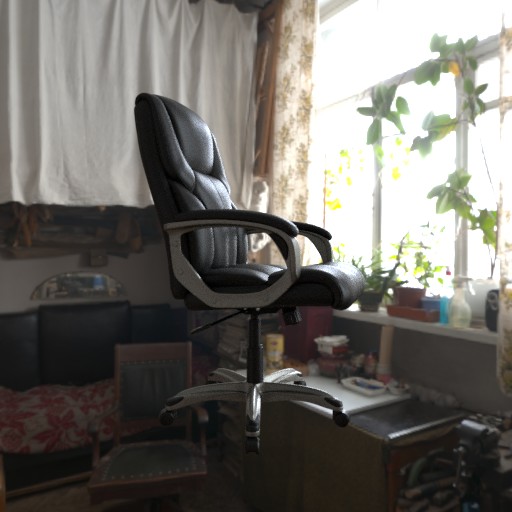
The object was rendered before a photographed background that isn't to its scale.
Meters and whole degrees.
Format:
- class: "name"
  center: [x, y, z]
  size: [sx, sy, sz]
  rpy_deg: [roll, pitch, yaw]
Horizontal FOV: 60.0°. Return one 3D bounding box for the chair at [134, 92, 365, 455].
- class: "chair"
  center: [0.000, 0.000, 1.605]
  size: [0.739, 1.155, 0.663]
  rpy_deg: [0, 1, 19]
